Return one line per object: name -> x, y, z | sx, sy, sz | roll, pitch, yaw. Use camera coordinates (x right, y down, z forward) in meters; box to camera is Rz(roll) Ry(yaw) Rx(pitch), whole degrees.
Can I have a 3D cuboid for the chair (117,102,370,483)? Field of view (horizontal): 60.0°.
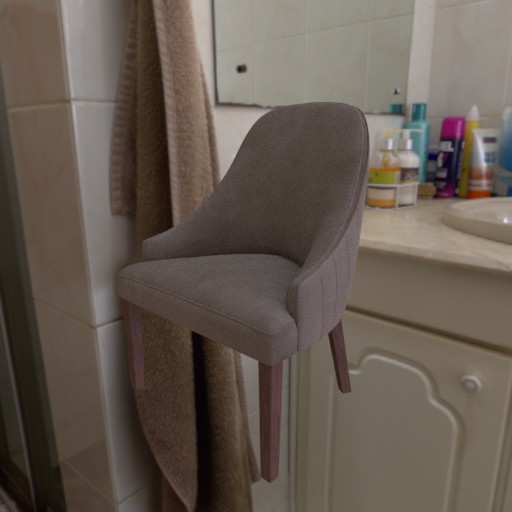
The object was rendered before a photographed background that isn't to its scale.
chair -> 0.000, 0.000, 1.312 | 0.643, 0.889, 0.575 | 14, 20, 42
